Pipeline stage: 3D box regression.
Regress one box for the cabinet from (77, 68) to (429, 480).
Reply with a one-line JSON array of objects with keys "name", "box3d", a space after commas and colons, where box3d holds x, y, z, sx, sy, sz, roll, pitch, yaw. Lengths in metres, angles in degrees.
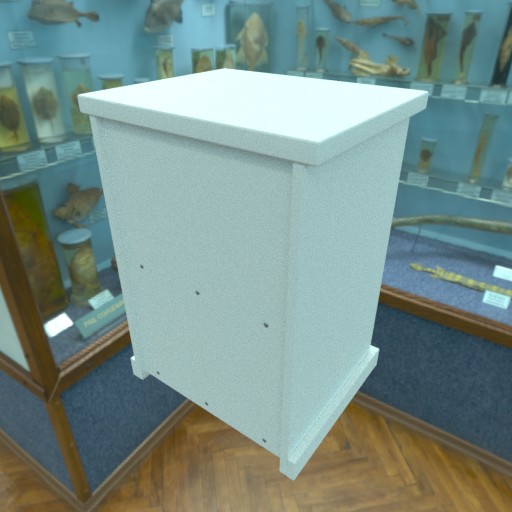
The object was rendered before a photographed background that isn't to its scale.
[{"name": "cabinet", "box3d": [0.000, 0.000, 1.029, 0.520, 0.723, 0.431, 21, 36, 31]}]
